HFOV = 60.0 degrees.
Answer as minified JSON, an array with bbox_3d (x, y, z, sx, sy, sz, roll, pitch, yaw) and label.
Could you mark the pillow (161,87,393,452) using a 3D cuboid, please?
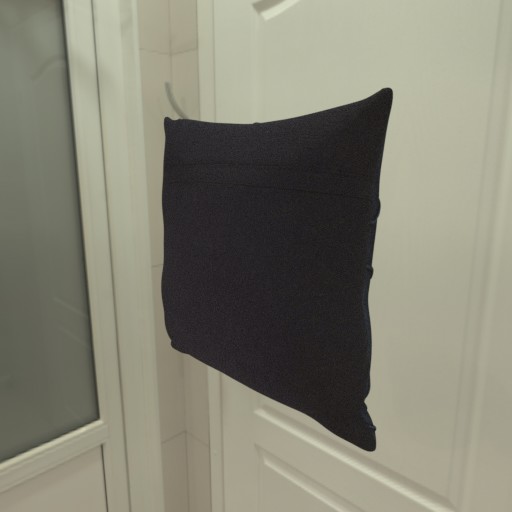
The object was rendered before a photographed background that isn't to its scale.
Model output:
[{"bbox_3d":[0.000,0.000,0.669,0.439,0.440,0.183,12,18,43],"label":"pillow"}]
